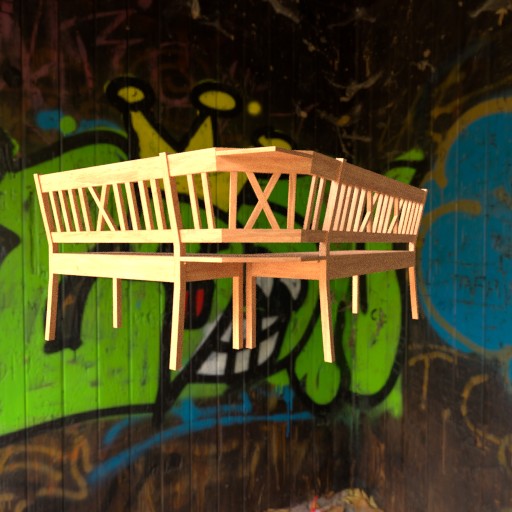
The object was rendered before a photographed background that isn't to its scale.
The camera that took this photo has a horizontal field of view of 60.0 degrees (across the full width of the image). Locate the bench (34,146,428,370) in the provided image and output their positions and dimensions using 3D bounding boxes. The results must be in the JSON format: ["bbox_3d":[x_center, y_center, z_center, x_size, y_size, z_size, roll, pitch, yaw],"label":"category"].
[{"bbox_3d":[0.000,0.000,2.727,1.537,0.902,1.937,1,2,35],"label":"bench"}]
